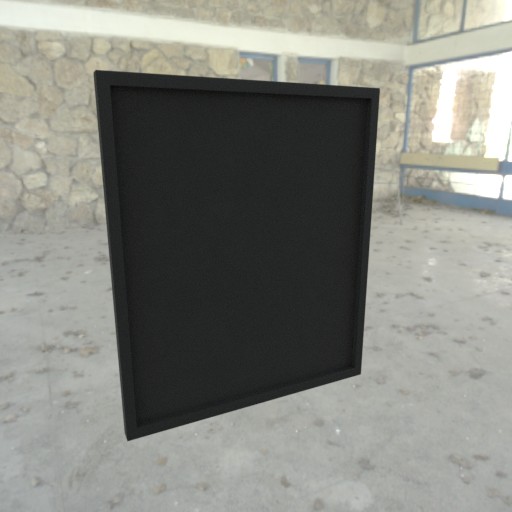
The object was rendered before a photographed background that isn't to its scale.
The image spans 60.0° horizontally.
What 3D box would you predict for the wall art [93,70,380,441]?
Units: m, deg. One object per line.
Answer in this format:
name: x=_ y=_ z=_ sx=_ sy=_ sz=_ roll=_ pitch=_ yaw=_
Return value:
wall art: x=0.000 y=0.000 z=0.687 sx=0.432 sy=0.508 sz=0.021 roll=-7 pitch=16 yaw=-25
